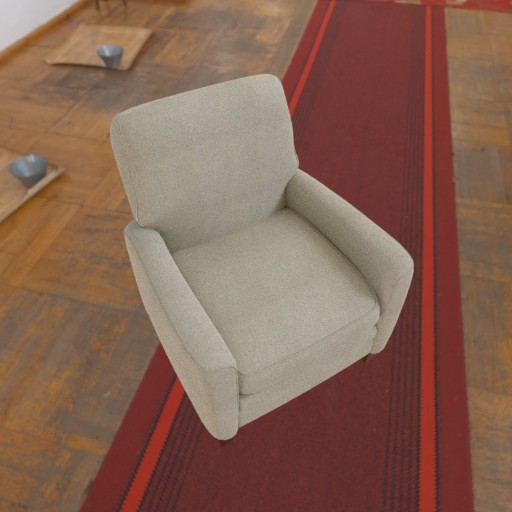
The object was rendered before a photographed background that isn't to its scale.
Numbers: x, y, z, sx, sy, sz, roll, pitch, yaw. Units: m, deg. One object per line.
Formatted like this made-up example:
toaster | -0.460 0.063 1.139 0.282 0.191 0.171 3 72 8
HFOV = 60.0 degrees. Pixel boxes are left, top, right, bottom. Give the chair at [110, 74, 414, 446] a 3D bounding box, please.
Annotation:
chair | 0.000 0.000 1.659 0.850 1.006 0.853 -23 51 -20
